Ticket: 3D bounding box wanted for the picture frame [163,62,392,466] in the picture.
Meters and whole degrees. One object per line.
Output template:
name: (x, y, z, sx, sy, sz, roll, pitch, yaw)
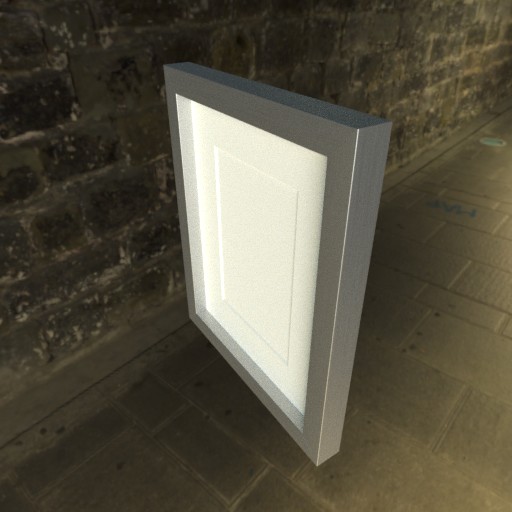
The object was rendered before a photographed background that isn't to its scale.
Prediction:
picture frame: (0.000, 0.000, 0.385, 0.036, 0.282, 0.233, -20, 37, -28)
